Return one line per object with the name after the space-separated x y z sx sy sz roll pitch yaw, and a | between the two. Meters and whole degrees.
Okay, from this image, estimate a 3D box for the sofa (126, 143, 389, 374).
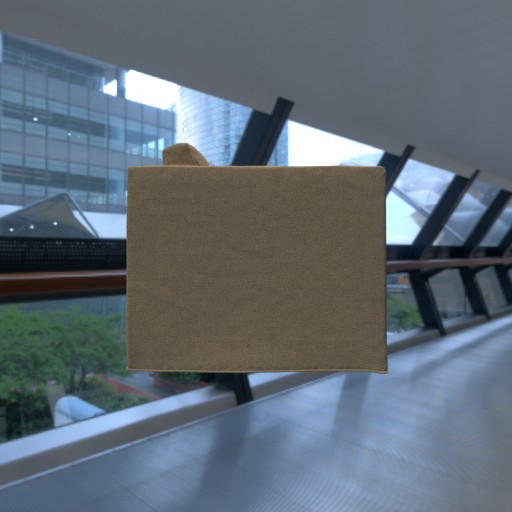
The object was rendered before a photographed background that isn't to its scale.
0.000 0.000 2.687 0.962 0.853 2.312 0 -1 -1 | sofa
